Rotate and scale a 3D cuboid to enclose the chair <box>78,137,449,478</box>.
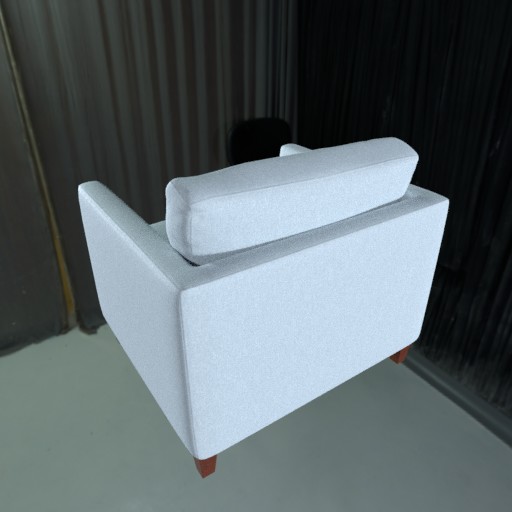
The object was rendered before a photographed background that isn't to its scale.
[{"bbox_3d":[0.000,0.000,1.787,1.107,0.961,0.953,-18,34,-29],"label":"chair"}]
